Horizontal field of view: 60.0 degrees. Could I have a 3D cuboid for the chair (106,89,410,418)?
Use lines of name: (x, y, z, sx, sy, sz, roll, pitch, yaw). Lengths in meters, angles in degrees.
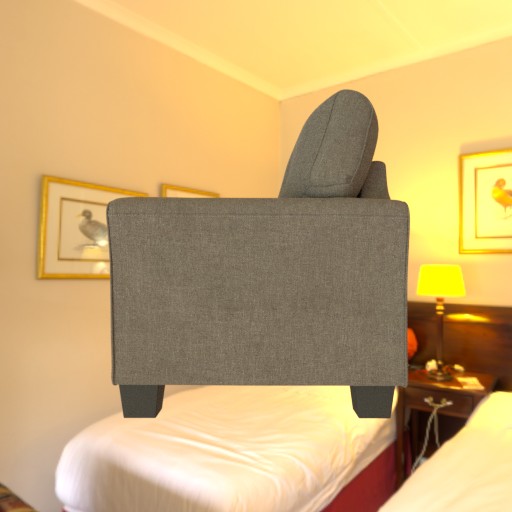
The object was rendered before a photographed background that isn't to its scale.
chair: (0.000, 0.000, 1.598, 0.816, 0.890, 0.941, 0, -1, 0)
